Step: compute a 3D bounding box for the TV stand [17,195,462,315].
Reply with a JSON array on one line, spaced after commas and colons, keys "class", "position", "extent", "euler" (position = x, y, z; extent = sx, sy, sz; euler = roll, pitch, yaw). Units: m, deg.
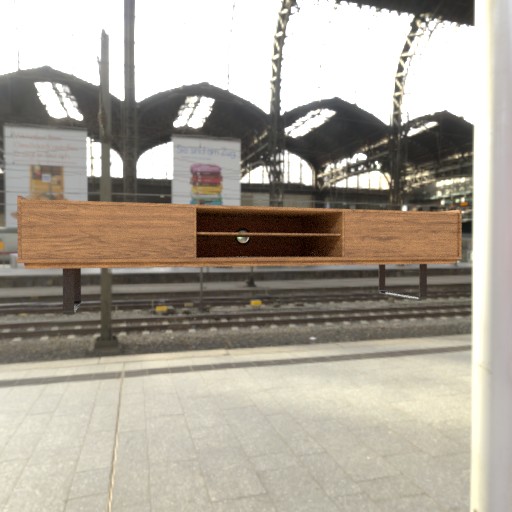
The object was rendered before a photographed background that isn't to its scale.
[{"class": "TV stand", "position": [0.000, 0.000, 1.950], "extent": [1.796, 0.415, 0.467], "euler": [0, 1, -18]}]
